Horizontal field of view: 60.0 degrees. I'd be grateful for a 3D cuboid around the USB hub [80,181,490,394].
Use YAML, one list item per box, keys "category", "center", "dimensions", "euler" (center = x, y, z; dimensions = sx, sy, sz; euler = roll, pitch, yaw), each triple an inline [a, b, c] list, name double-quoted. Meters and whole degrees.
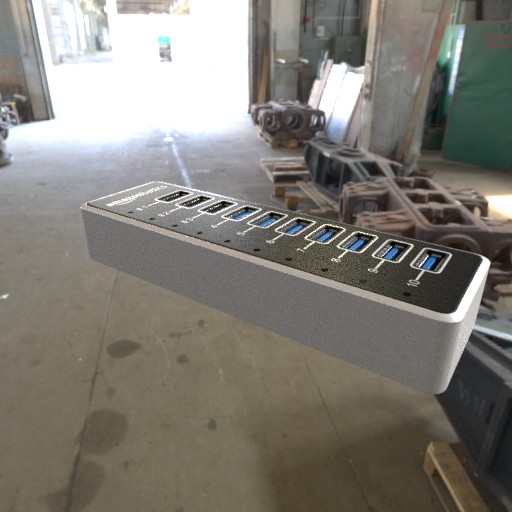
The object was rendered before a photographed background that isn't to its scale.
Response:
- category: "USB hub"
  center: [0.000, 0.000, 0.160]
  dimensions: [0.145, 0.023, 0.044]
  euler: [17, 31, 31]
